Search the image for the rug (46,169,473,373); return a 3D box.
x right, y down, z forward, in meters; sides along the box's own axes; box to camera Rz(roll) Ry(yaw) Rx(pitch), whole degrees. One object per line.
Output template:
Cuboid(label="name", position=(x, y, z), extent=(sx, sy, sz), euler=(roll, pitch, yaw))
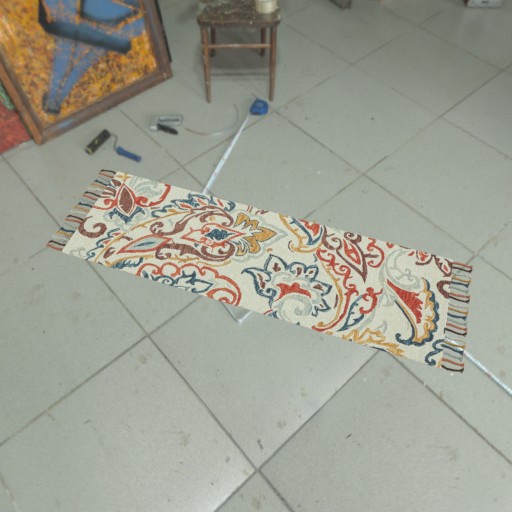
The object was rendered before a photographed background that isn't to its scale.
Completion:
Cuboid(label="rug", position=(0.000, 0.000, 2.889), extent=(2.682, 0.015, 0.763), euler=(16, 58, 10))
